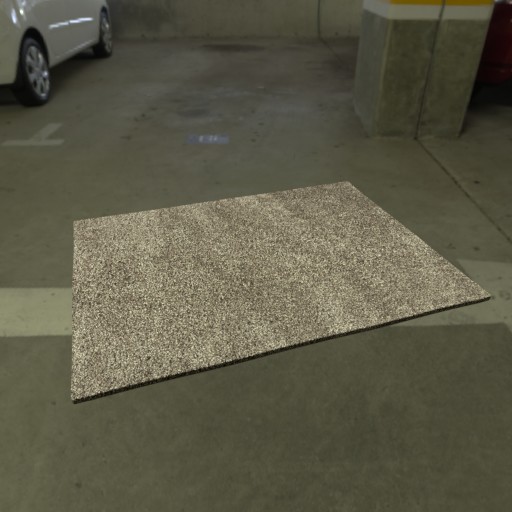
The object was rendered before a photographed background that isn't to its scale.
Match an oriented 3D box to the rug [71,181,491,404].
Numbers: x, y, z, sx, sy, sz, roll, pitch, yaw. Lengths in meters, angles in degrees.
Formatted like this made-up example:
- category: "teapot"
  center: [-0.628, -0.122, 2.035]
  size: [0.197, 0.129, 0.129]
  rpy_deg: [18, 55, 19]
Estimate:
- category: "rug"
  center: [0.000, 0.000, 2.047]
  size: [1.601, 0.025, 1.198]
  rpy_deg: [-10, 35, -16]
